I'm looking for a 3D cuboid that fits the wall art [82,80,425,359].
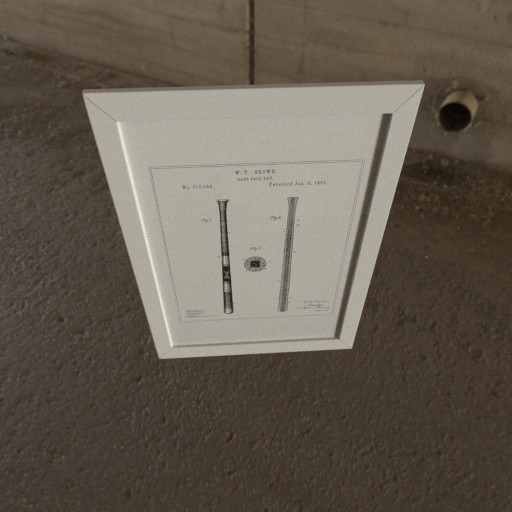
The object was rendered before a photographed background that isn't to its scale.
[{"bbox_3d":[0.000,0.000,0.674,0.374,0.529,0.012,-3,45,-3],"label":"wall art"}]
